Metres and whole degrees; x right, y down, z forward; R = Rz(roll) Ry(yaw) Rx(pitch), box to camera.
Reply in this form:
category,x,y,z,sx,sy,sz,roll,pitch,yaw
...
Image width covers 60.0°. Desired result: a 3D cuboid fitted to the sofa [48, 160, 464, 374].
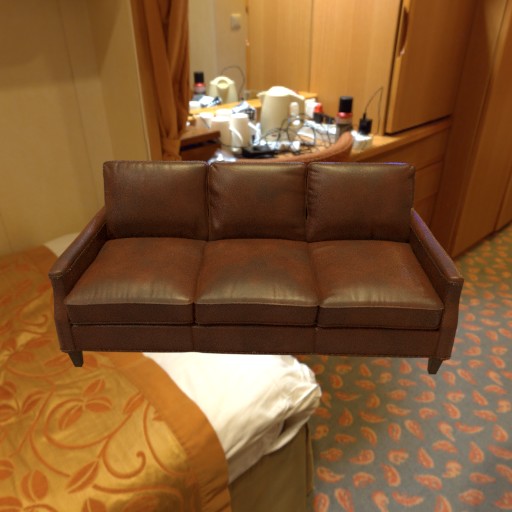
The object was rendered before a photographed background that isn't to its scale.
category,x,y,z,sx,sy,sz,roll,pitch,yaw
sofa,0.000,0.000,2.803,2.240,1.003,1.084,1,30,1
